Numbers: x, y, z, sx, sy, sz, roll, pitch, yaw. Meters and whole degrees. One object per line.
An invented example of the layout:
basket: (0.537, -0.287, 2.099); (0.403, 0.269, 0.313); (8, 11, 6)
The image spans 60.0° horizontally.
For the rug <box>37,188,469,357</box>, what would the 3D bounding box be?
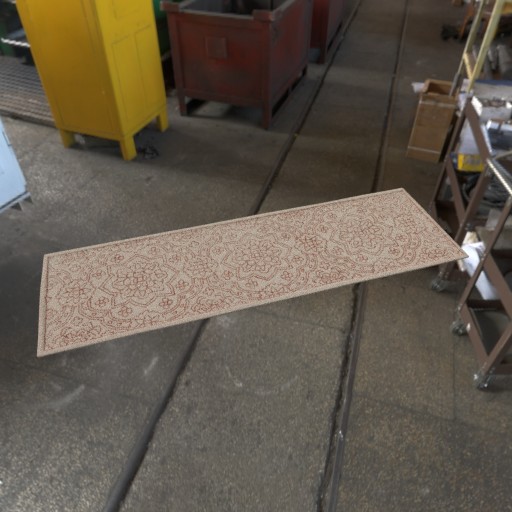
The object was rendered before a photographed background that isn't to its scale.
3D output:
rug: (0.000, 0.000, 2.663); (2.448, 0.012, 0.769); (-12, 44, -12)
